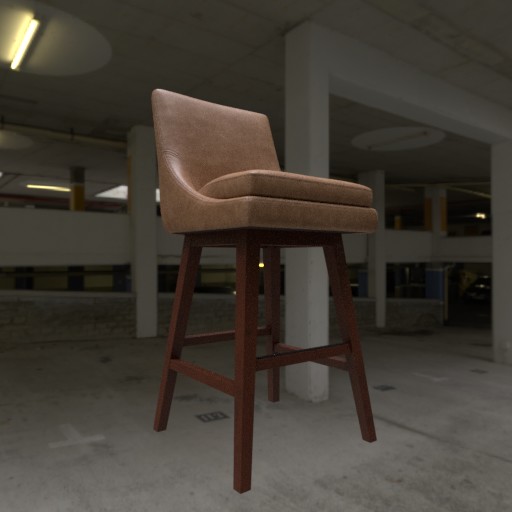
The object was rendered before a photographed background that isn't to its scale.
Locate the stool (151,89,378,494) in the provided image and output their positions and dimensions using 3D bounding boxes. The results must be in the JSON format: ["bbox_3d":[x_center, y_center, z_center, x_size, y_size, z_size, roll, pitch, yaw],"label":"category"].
[{"bbox_3d":[0.000,0.000,1.359,0.487,1.079,0.572,0,0,-37],"label":"stool"}]
